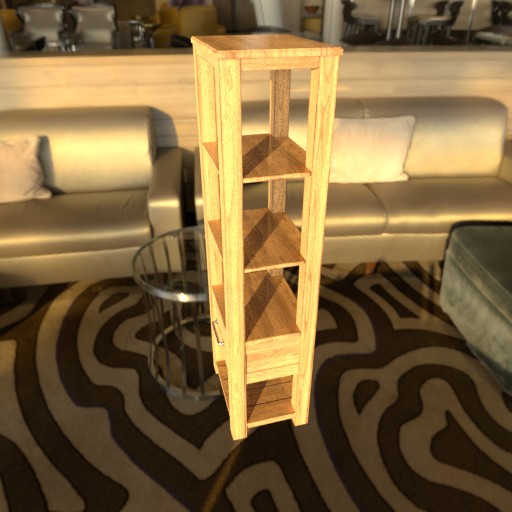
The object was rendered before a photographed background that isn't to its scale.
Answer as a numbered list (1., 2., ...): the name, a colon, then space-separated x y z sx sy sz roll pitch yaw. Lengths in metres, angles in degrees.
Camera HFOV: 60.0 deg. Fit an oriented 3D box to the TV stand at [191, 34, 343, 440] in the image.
1. TV stand: 0.000 0.000 2.088 0.435 1.828 0.565 -8 32 -13
